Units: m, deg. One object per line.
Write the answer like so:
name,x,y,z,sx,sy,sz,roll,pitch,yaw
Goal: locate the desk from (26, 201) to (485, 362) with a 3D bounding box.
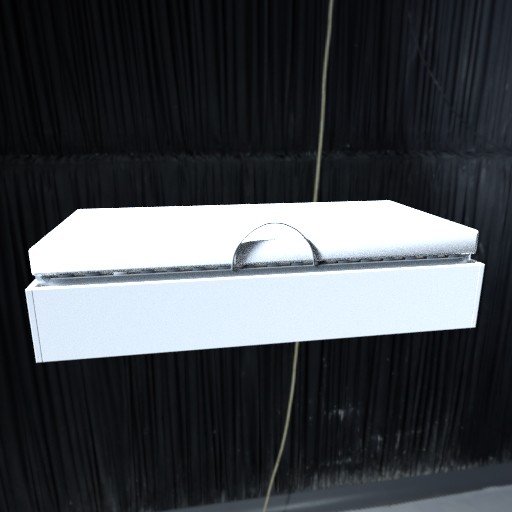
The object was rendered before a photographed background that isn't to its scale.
desk,0.000,0.000,2.242,1.900,0.526,0.900,-3,16,-9
